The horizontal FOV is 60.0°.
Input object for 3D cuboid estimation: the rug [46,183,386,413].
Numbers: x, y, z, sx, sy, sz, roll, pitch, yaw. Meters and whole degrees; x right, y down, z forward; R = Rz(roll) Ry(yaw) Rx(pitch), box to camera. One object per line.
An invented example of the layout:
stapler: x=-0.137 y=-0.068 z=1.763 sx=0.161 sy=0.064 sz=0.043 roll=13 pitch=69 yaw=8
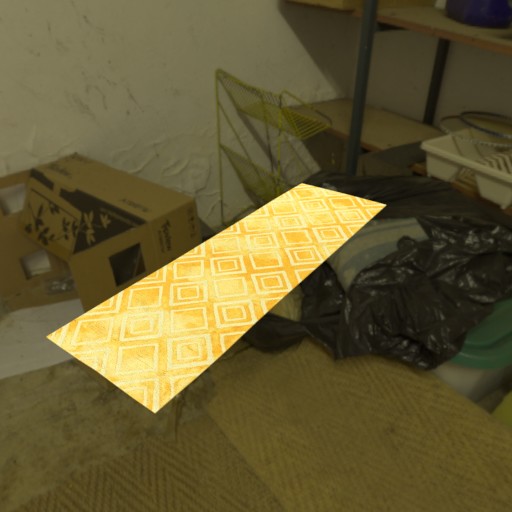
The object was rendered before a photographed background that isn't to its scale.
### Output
rug: x=0.000 y=0.000 z=2.804 sx=0.775 sy=0.010 sz=2.438 roll=20 pitch=37 yaw=30
